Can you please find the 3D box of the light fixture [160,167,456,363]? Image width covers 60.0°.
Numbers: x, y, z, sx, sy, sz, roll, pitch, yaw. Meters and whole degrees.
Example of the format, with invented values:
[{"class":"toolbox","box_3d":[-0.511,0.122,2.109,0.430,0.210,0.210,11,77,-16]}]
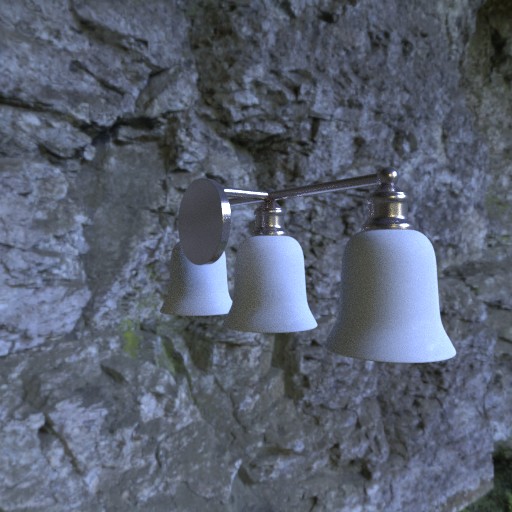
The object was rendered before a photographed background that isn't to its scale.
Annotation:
[{"class":"light fixture","box_3d":[0.000,0.000,0.663,0.198,0.211,0.570,0,0,-38]}]
